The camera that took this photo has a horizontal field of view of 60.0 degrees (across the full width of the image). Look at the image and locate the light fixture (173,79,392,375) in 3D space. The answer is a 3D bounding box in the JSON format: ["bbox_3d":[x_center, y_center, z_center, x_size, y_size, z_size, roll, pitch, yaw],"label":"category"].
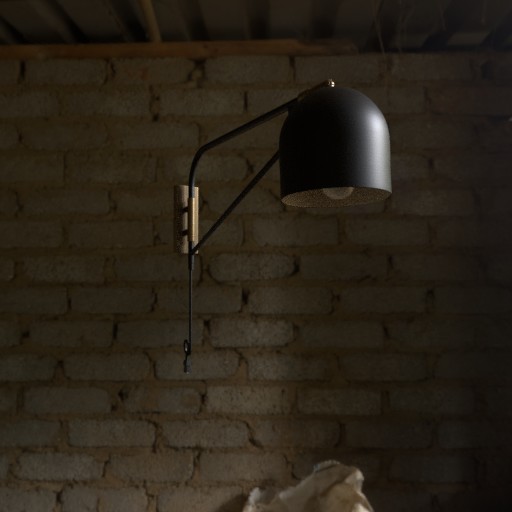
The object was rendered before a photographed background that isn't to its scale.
[{"bbox_3d":[0.000,0.000,1.067,0.215,0.696,0.720,1,-2,-37],"label":"light fixture"}]
